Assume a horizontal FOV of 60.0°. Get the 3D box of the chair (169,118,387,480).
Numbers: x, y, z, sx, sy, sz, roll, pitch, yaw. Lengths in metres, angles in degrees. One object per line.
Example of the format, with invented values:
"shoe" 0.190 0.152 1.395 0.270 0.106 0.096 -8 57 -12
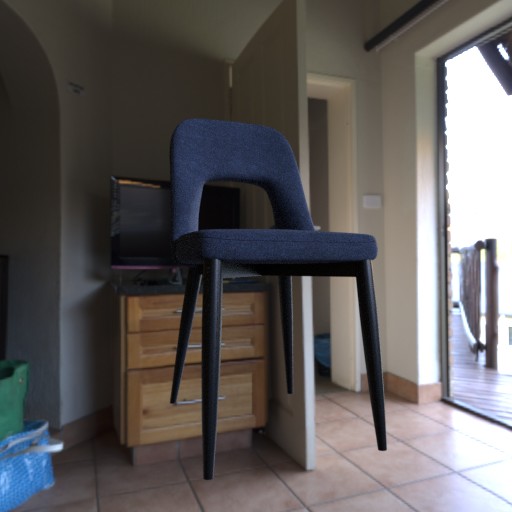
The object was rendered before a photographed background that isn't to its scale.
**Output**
"chair" 0.000 0.000 1.253 0.470 0.931 0.612 0 -1 -19
